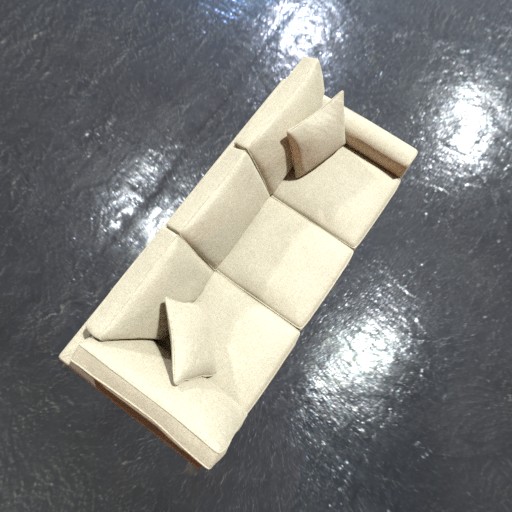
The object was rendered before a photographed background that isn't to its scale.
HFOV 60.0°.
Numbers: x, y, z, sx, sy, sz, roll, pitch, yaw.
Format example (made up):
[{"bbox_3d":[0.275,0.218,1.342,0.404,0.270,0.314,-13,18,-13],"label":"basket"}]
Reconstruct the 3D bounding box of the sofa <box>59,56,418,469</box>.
[{"bbox_3d":[0.000,0.000,2.860,1.053,0.948,2.323,34,77,9],"label":"sofa"}]
